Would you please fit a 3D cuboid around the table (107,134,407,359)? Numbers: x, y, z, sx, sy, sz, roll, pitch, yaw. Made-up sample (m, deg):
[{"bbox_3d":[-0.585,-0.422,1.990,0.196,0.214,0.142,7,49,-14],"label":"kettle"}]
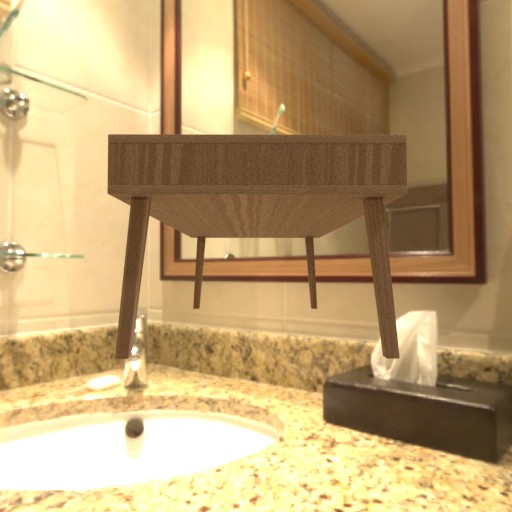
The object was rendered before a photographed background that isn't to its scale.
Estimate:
[{"bbox_3d":[0.000,0.000,1.481,0.600,0.450,1.200,0,-2,0],"label":"table"}]
